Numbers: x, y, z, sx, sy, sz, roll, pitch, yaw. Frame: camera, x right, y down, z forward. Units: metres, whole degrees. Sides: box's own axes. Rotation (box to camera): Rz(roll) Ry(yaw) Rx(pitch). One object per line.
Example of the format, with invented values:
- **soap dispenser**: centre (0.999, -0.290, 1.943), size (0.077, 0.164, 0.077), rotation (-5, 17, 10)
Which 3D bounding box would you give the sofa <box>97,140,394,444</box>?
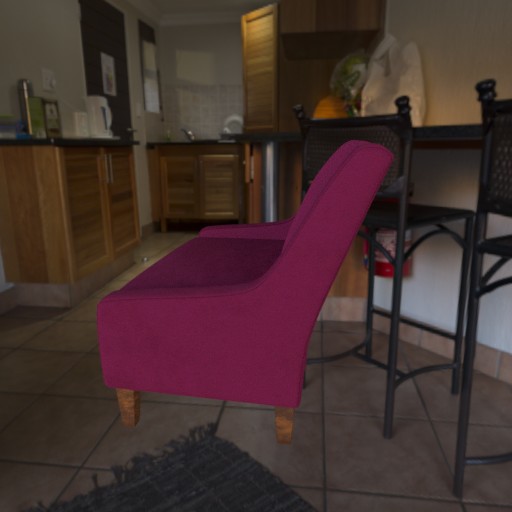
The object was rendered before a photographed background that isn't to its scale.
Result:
- **sofa**: centre (0.000, 0.000, 1.933), size (0.946, 0.976, 1.242), rotation (3, 15, 9)
